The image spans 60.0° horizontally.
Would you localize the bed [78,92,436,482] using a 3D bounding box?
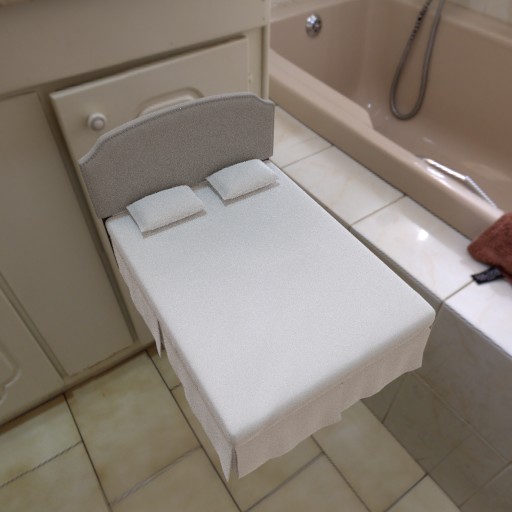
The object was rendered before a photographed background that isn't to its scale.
[{"bbox_3d":[0.000,0.000,2.926,1.558,1.270,1.999,-25,52,-21],"label":"bed"}]
